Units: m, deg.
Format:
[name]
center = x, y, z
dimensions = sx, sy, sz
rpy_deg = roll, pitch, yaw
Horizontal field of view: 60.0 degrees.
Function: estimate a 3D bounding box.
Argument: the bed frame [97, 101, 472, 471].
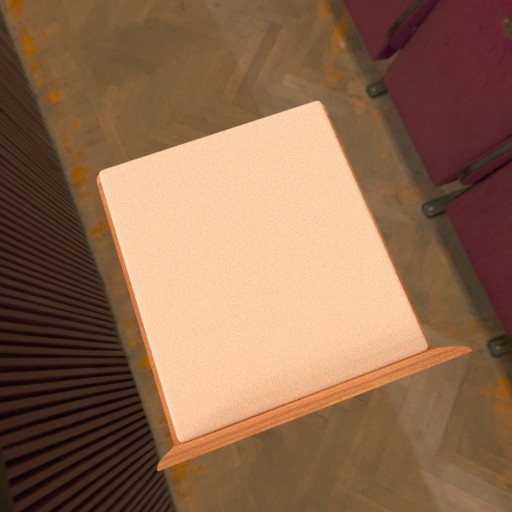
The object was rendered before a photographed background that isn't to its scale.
[bed frame]
center = 0.000, 0.000, 3.135
dimensions = 1.872, 0.940, 2.092
rpy_deg = -19, 77, -4
